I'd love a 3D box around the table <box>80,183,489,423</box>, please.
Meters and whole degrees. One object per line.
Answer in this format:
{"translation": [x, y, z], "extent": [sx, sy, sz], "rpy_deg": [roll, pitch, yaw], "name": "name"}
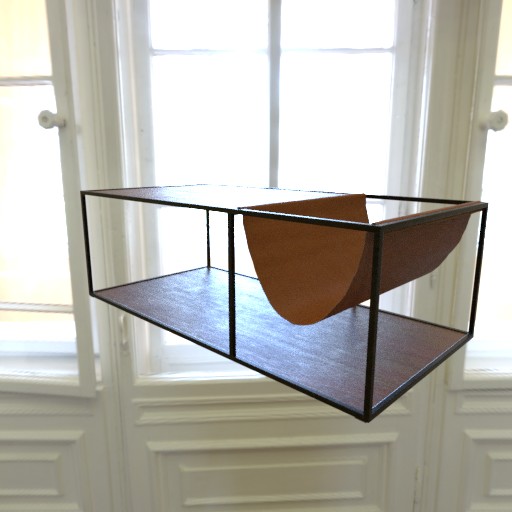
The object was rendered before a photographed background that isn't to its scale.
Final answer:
{"translation": [0.000, 0.000, 1.454], "extent": [1.199, 0.403, 0.597], "rpy_deg": [12, 17, 43], "name": "table"}
